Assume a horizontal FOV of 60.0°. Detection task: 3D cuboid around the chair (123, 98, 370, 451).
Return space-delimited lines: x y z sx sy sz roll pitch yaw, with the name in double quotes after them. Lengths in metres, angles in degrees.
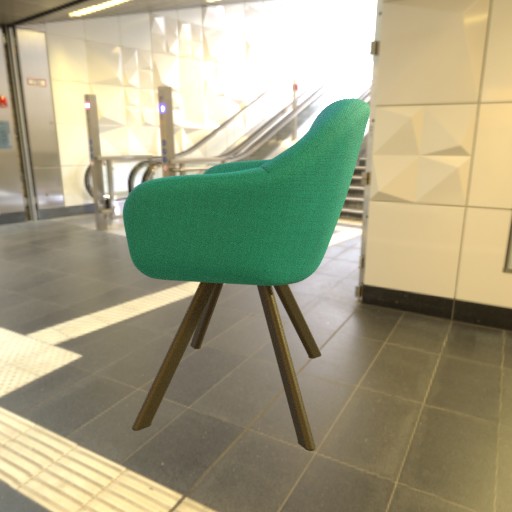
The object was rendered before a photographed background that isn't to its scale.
0.000 0.000 1.193 0.550 0.795 0.590 3 15 10 "chair"
